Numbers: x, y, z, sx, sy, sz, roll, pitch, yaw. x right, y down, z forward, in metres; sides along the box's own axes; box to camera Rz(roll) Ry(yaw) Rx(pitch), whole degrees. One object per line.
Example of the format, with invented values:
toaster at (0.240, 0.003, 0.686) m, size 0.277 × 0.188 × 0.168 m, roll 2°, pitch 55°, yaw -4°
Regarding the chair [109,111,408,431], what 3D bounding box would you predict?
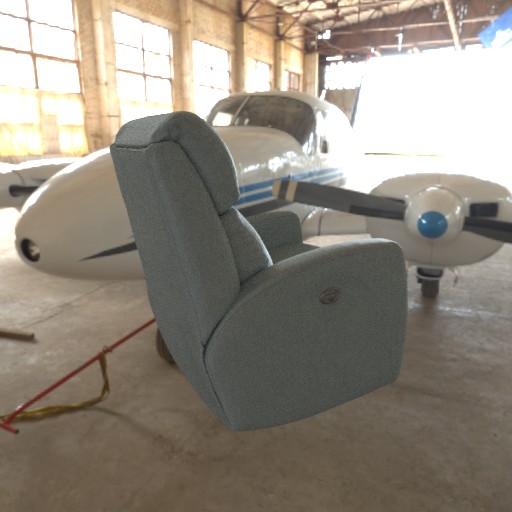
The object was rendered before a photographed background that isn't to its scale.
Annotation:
chair at (0.000, 0.000, 1.687) m, size 0.940 × 1.016 × 0.794 m, roll -8°, pitch 17°, yaw -26°
